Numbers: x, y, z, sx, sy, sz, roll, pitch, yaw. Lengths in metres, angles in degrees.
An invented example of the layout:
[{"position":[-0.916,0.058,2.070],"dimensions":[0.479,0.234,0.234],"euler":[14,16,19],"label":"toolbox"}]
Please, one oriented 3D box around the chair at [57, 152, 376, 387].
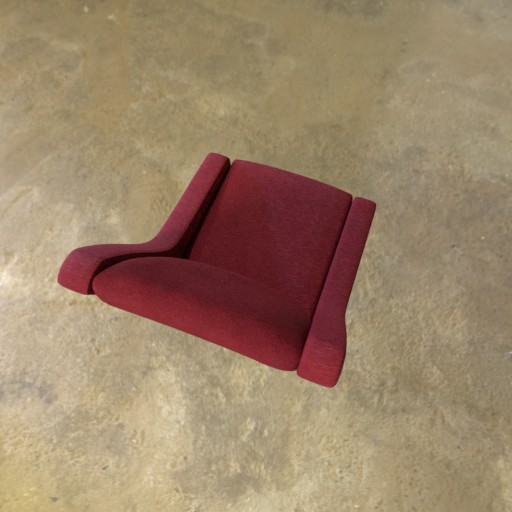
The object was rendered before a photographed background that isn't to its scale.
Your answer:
[{"position":[0.000,0.000,1.752],"dimensions":[0.793,1.017,0.985],"euler":[19,65,9],"label":"chair"}]
